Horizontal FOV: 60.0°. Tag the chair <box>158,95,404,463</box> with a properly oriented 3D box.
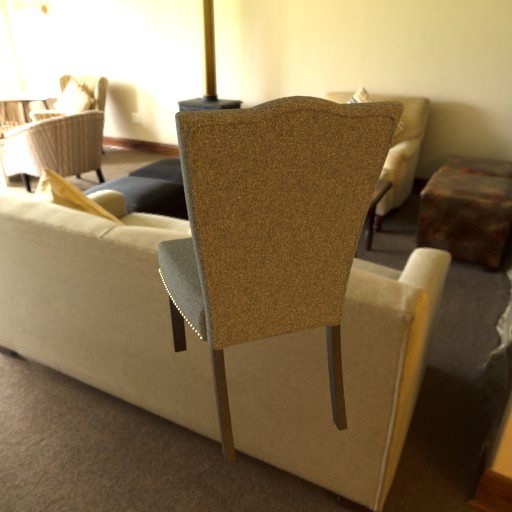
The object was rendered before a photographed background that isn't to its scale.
[{"bbox_3d":[0.000,0.000,1.304,0.518,0.946,0.589,-9,28,-17],"label":"chair"}]
